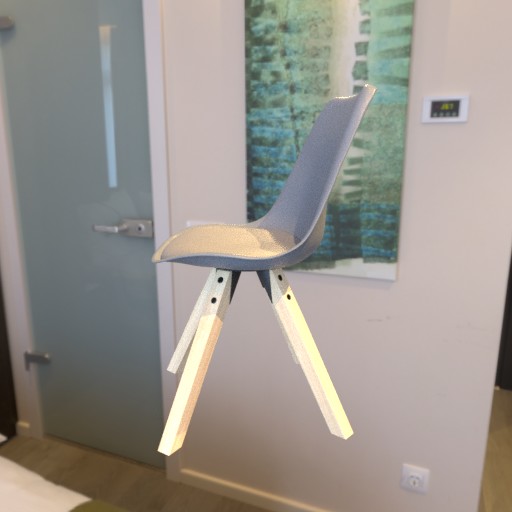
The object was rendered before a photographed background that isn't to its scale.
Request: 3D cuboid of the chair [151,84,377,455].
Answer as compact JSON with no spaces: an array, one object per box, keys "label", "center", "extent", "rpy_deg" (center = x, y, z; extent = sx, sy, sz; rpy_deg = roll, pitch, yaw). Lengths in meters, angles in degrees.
[{"label":"chair","center":[0.000,0.000,1.197],"extent":[0.550,0.850,0.485],"rpy_deg":[-2,13,-8]}]
